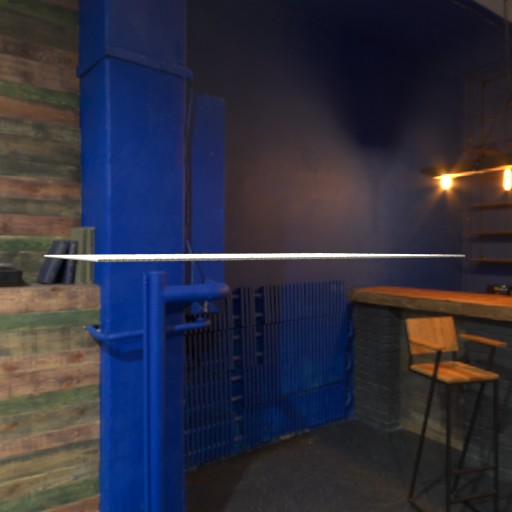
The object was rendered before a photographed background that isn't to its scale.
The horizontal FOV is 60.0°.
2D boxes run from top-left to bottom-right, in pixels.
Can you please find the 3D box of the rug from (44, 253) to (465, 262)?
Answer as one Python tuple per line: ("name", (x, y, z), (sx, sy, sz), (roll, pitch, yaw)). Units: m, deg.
("rug", (0.000, 0.000, 3.029), (2.444, 0.012, 1.526), (-1, 1, -33))
